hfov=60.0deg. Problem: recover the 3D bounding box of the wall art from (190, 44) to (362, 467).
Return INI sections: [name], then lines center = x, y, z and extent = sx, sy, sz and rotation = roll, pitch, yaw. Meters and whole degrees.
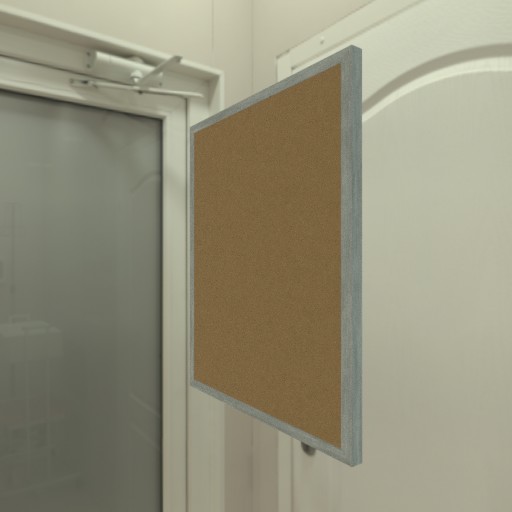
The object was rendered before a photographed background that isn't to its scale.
[wall art]
center = 0.000, 0.000, 0.810
extent = 0.022, 0.582, 0.479
rotation = 0, 0, -36
